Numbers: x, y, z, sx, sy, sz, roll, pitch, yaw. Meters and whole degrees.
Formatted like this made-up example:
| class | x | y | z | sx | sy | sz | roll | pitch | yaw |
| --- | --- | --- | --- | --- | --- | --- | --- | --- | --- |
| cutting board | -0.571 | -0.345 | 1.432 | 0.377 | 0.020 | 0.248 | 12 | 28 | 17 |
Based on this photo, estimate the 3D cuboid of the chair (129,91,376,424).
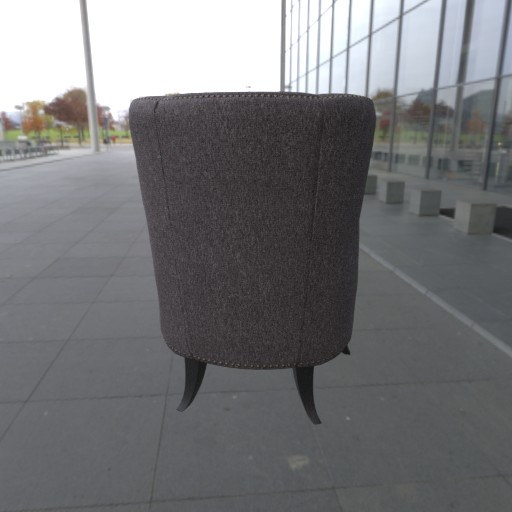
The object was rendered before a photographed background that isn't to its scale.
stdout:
| class | x | y | z | sx | sy | sz | roll | pitch | yaw |
| --- | --- | --- | --- | --- | --- | --- | --- | --- | --- |
| chair | 0.000 | 0.000 | 1.599 | 0.759 | 1.060 | 0.758 | 2 | 15 | 8 |
